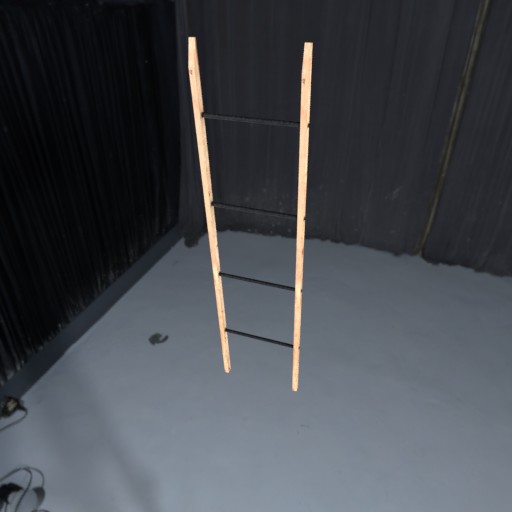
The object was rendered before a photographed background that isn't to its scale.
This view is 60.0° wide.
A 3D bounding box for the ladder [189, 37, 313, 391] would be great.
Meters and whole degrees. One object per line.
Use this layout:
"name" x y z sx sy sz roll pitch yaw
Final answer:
"ladder" 0.000 0.000 2.024 0.442 1.805 0.200 11 34 16
